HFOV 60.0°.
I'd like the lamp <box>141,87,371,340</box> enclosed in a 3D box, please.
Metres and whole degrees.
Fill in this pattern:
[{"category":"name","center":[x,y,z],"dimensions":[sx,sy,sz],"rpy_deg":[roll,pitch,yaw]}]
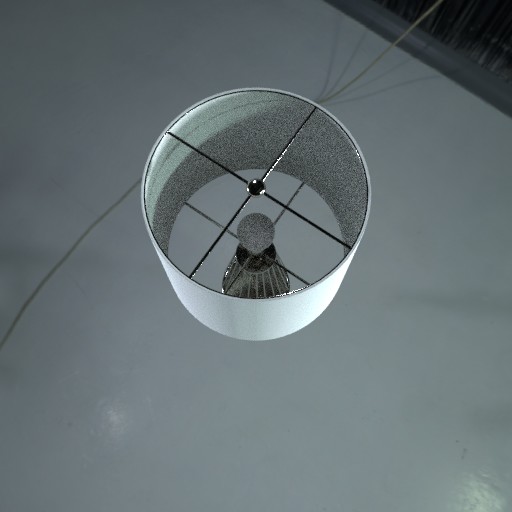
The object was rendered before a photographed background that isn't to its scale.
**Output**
[{"category":"lamp","center":[0.000,0.000,0.791],"dimensions":[0.303,0.618,0.303],"rpy_deg":[0,75,0]}]
